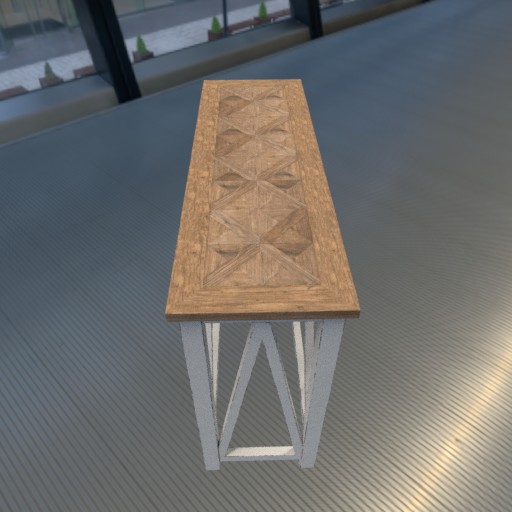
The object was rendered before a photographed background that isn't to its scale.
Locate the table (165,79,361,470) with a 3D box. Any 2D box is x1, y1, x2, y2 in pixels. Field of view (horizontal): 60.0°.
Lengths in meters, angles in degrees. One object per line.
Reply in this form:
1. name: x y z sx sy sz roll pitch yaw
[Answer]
1. table: 0.000 0.000 1.846 0.450 0.930 1.400 -1 42 -1
